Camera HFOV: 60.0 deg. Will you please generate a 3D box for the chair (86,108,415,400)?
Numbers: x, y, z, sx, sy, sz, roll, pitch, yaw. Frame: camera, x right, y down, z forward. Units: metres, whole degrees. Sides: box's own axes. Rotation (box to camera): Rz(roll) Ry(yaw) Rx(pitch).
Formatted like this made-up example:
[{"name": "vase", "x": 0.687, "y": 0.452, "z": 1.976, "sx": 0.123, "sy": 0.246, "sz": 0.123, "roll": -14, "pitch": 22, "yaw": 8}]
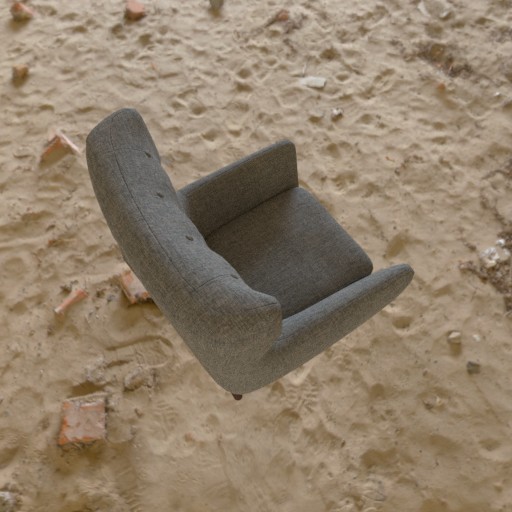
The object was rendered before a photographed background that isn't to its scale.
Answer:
[{"name": "chair", "x": 0.000, "y": 0.000, "z": 1.728, "sx": 0.904, "sy": 1.063, "sz": 0.878, "roll": -29, "pitch": 63, "yaw": -16}]
